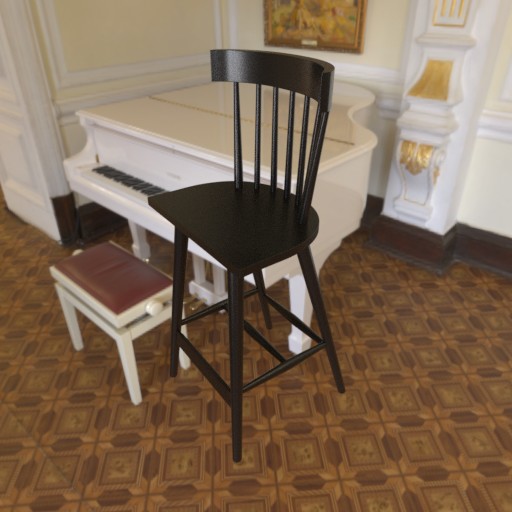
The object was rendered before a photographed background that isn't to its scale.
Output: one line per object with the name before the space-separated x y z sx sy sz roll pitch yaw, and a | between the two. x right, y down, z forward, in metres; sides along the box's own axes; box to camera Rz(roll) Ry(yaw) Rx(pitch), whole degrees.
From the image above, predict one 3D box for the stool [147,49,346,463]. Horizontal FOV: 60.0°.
stool | 0.000 0.000 1.337 0.483 1.092 0.482 -21 37 -30
